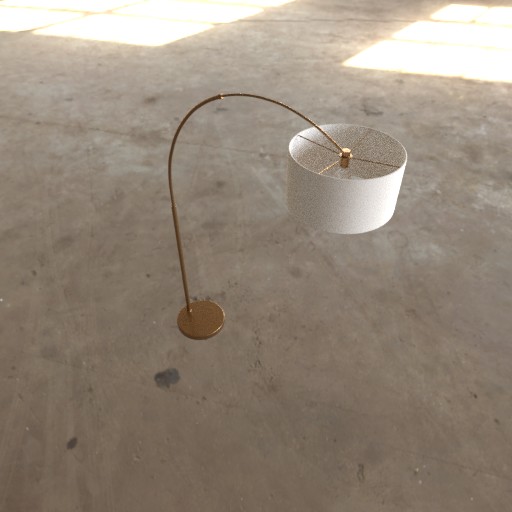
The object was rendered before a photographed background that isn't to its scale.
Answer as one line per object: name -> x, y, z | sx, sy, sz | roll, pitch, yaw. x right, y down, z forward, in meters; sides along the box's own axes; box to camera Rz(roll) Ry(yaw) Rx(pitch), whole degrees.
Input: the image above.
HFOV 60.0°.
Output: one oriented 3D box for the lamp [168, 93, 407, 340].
lamp -> 0.000, 0.000, 2.626 | 1.434, 1.927, 0.493 | 26, 47, 26
